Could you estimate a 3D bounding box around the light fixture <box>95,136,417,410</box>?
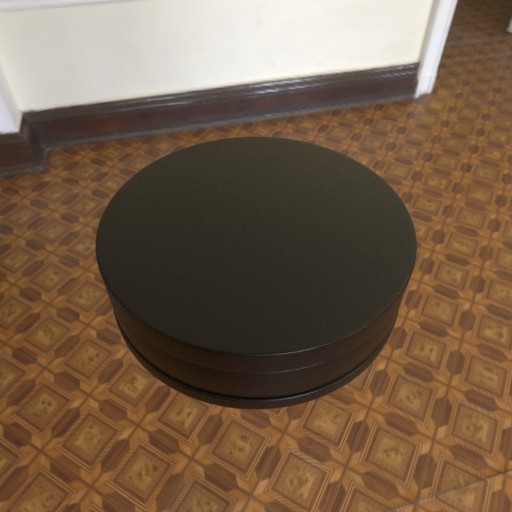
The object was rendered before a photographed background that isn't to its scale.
[{"bbox_3d":[0.000,0.000,0.432,0.283,0.097,0.283,0,46,0],"label":"light fixture"}]
